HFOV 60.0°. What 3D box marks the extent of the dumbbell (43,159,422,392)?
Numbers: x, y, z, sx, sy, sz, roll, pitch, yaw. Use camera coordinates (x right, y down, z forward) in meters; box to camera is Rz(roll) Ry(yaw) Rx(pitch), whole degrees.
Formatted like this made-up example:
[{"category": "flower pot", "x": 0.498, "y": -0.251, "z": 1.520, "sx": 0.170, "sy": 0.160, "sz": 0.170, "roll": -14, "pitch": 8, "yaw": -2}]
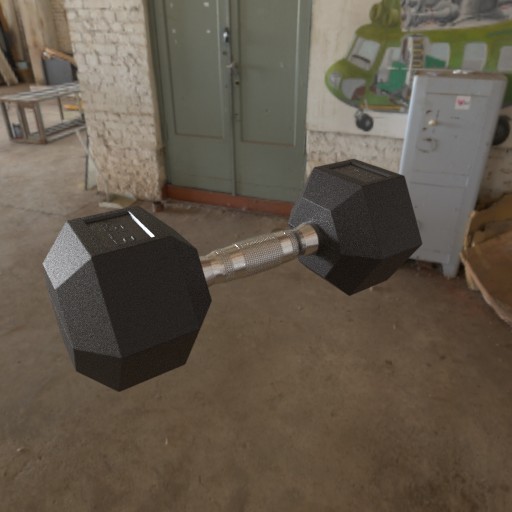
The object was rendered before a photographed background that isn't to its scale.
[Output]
[{"category": "dumbbell", "x": 0.000, "y": 0.000, "z": 0.422, "sx": 0.356, "sy": 0.123, "sz": 0.141, "roll": -17, "pitch": 33, "yaw": -29}]
